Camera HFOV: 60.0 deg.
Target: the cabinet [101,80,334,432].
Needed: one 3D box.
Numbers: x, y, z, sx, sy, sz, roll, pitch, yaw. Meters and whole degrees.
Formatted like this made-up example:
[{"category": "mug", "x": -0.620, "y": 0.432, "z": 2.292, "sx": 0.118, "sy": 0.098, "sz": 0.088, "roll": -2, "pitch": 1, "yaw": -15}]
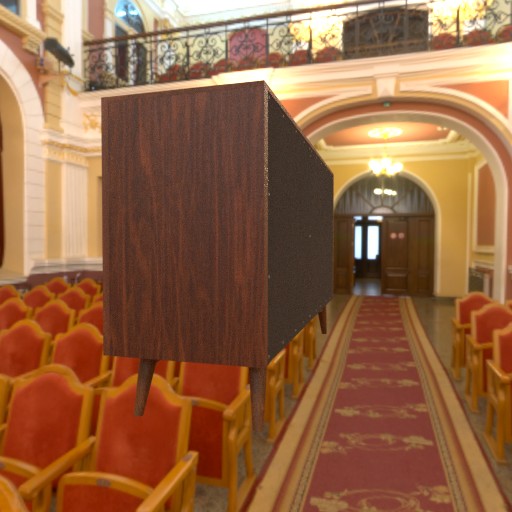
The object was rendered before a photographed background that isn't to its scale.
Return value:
[{"category": "cabinet", "x": 0.000, "y": 0.000, "z": 1.967, "sx": 0.505, "sy": 0.940, "sz": 1.575, "roll": 0, "pitch": 2, "yaw": 16}]
